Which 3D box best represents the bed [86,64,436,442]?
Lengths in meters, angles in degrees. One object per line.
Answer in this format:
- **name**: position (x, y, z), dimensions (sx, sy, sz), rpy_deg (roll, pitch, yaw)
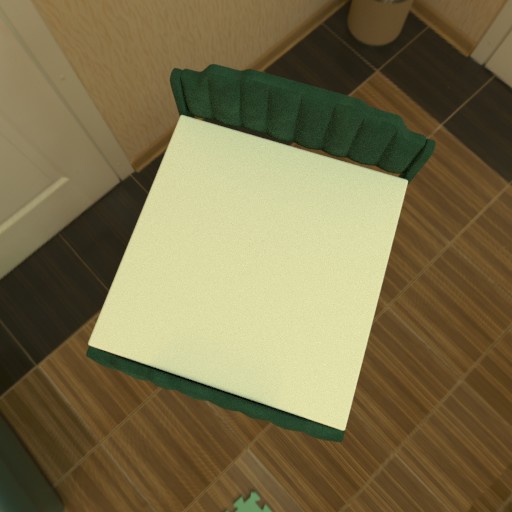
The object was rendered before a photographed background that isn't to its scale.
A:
- **bed**: position (0.000, 0.000, 3.476), dimensions (2.074, 1.245, 2.340), rpy_deg (17, 76, 4)
